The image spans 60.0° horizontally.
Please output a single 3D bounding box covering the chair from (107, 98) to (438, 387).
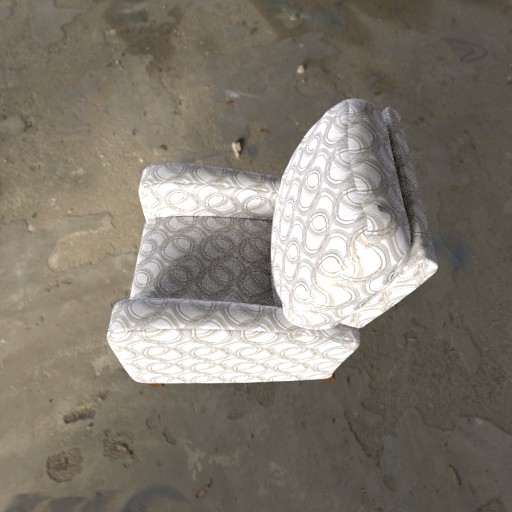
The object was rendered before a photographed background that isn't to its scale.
[{"bbox_3d":[0.000,0.000,1.721,0.995,1.065,0.796,1,56,1],"label":"chair"}]
